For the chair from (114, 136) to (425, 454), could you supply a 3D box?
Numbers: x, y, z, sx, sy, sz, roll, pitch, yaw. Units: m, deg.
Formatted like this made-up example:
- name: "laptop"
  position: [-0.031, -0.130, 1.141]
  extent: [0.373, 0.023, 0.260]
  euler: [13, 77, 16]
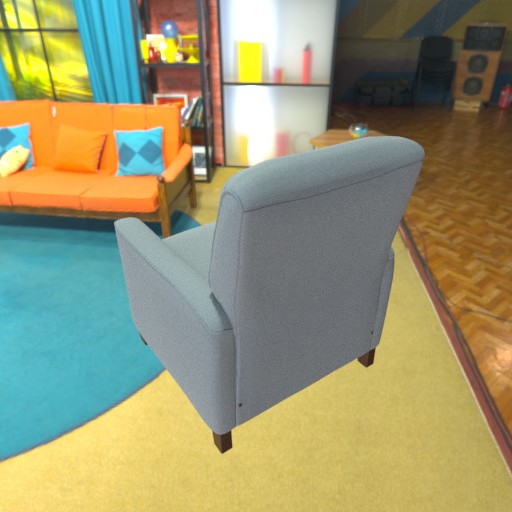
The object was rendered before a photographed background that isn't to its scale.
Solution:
- name: "chair"
  position: [0.000, 0.000, 1.695]
  extent: [0.853, 1.007, 0.846]
  euler: [-20, 36, -29]
